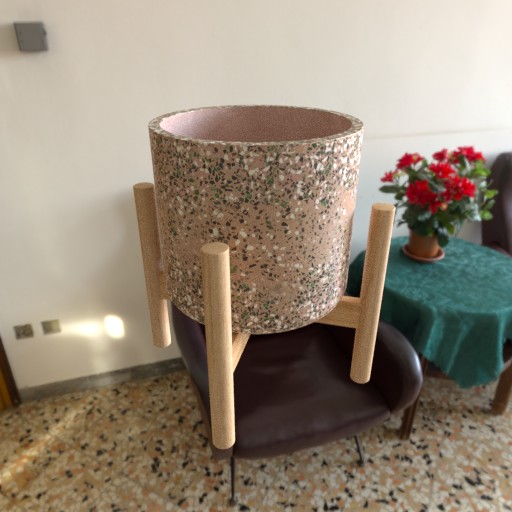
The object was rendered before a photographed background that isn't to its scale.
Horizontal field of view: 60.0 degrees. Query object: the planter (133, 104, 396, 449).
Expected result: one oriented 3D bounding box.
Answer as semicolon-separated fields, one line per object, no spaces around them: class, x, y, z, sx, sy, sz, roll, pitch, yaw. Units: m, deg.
planter;0.000;0.000;0.540;0.284;0.320;0.284;19;33;33
